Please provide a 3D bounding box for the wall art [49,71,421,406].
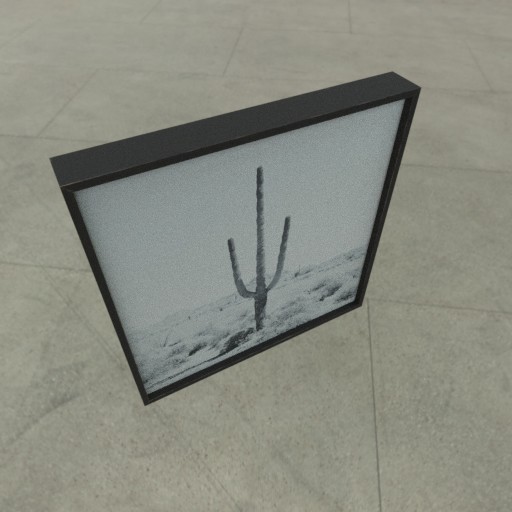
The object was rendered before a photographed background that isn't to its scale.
[{"bbox_3d":[0.000,0.000,0.454,0.305,0.305,0.038,-21,49,-19],"label":"wall art"}]
